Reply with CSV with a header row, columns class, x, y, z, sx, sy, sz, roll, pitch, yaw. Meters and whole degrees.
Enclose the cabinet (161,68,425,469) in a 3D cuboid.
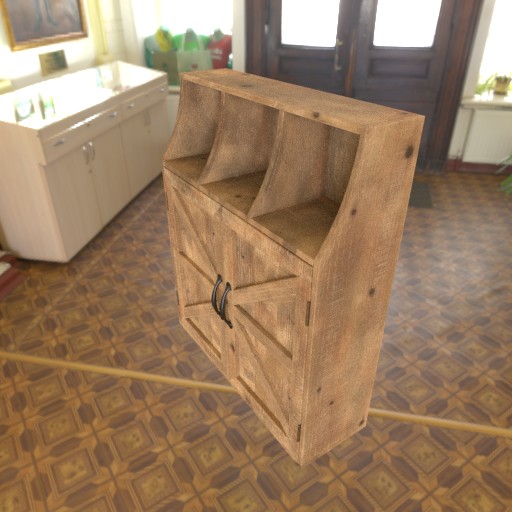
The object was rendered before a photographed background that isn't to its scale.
class,x,y,z,sx,sy,sz,roll,pitch,yaw
cabinet,0.000,0.000,0.839,0.184,0.590,0.489,-19,36,-29
